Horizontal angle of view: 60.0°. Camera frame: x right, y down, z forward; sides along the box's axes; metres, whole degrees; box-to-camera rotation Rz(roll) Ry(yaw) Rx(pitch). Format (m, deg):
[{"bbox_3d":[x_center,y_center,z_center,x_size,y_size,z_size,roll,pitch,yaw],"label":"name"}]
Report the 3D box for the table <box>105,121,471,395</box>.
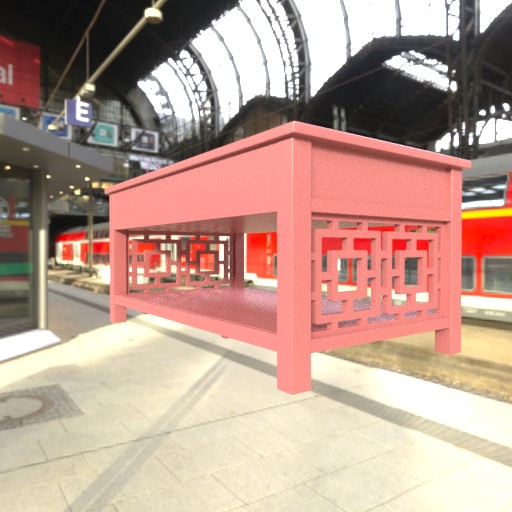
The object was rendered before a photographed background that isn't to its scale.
[{"bbox_3d":[0.000,0.000,1.396,0.612,0.493,1.068,-1,1,-36],"label":"table"}]
